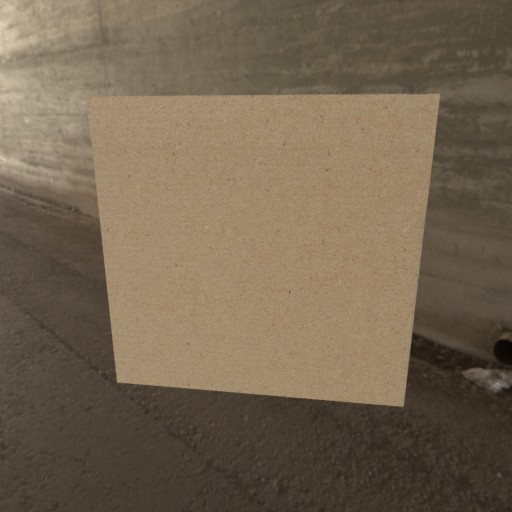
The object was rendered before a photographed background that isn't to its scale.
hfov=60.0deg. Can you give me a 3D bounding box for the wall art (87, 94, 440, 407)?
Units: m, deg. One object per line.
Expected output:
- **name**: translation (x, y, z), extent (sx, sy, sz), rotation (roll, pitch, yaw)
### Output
- **wall art**: translation (0.000, 0.000, 0.468), extent (0.327, 0.318, 0.029), rotation (2, 17, 8)
